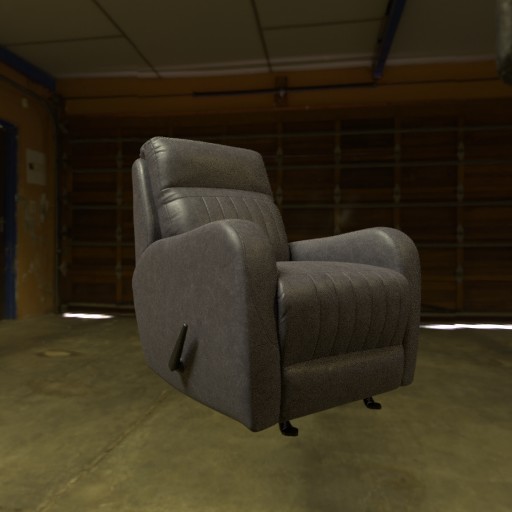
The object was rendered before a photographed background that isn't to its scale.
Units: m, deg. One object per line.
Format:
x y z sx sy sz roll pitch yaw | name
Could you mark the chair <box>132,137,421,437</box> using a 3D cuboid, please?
0.000 0.000 1.788 0.865 1.067 1.067 0 0 -36 | chair
